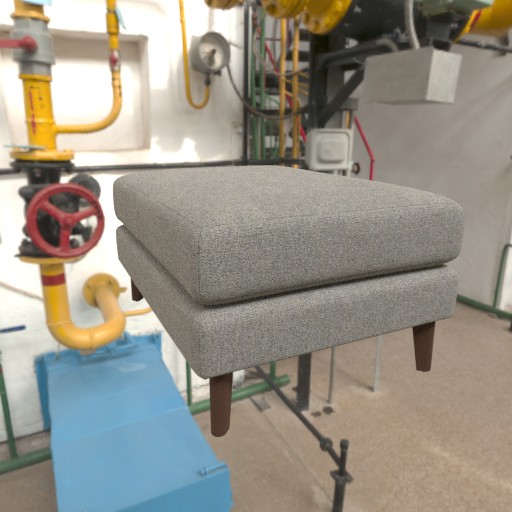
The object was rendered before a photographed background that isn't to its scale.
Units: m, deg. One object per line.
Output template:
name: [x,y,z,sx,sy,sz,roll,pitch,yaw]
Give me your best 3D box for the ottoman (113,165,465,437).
ottoman: [0.000,0.000,1.195,0.611,0.441,0.821,-8,18,-25]
